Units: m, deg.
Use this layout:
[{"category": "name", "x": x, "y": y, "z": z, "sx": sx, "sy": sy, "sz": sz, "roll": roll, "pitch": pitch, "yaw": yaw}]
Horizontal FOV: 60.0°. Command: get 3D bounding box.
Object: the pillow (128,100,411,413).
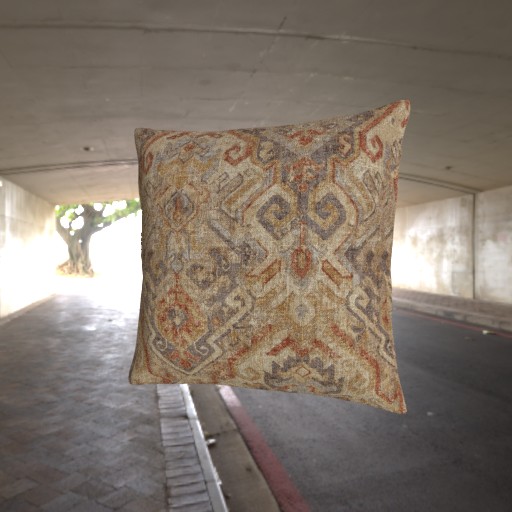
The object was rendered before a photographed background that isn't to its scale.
[{"category": "pillow", "x": 0.000, "y": 0.000, "z": 0.795, "sx": 0.523, "sy": 0.506, "sz": 0.166, "roll": 0, "pitch": 0, "yaw": 18}]
